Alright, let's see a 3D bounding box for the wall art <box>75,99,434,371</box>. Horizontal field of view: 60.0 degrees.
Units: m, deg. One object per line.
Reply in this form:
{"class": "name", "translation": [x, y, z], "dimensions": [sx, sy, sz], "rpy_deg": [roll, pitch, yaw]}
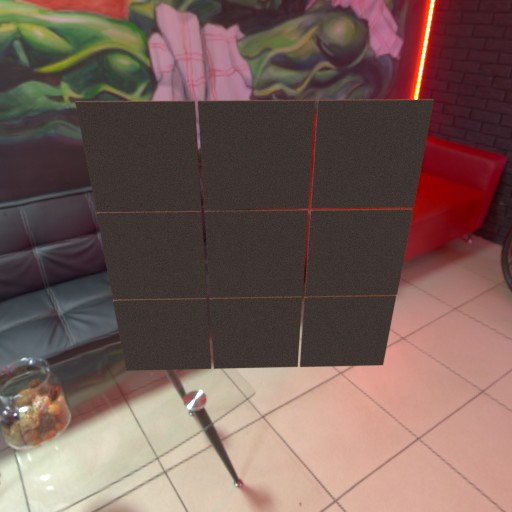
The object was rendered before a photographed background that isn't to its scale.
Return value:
{"class": "wall art", "translation": [0.000, 0.000, 2.262], "dimensions": [1.527, 1.521, 0.017], "rpy_deg": [-1, 30, -2]}
